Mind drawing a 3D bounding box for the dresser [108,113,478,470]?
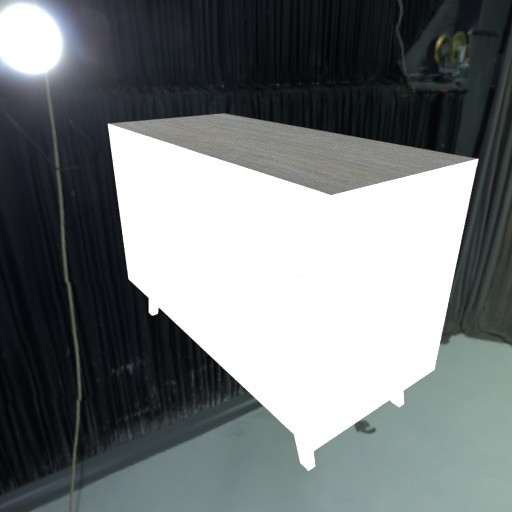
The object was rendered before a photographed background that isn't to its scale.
[{"bbox_3d":[0.000,0.000,1.492,0.500,0.780,1.110,-17,30,-33],"label":"dresser"}]
